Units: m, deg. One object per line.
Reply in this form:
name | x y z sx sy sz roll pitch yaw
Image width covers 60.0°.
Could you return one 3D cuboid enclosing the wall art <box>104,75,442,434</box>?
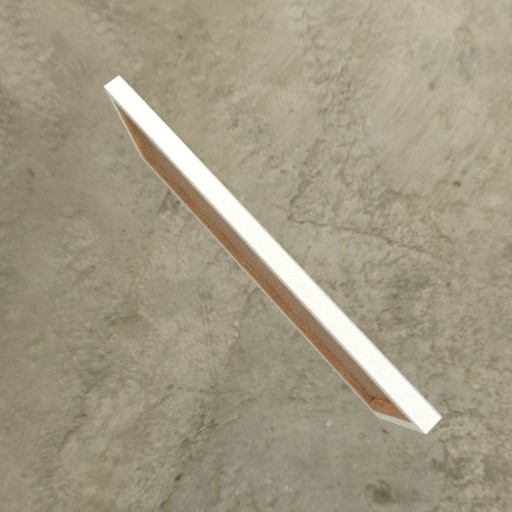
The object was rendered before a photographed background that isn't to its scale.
wall art | 0.000 0.000 0.832 0.036 0.256 0.766 -41 79 -10
